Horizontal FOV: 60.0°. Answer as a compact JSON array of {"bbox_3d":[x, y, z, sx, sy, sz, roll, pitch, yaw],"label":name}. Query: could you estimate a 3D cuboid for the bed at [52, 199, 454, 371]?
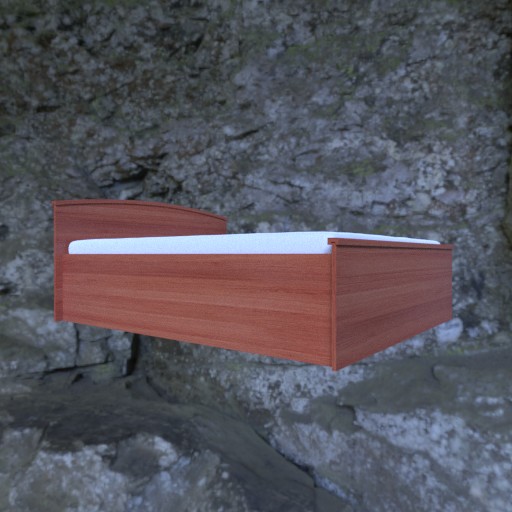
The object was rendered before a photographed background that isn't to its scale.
[{"bbox_3d":[0.000,0.000,2.924,2.053,0.848,1.683,0,0,37],"label":"bed"}]
